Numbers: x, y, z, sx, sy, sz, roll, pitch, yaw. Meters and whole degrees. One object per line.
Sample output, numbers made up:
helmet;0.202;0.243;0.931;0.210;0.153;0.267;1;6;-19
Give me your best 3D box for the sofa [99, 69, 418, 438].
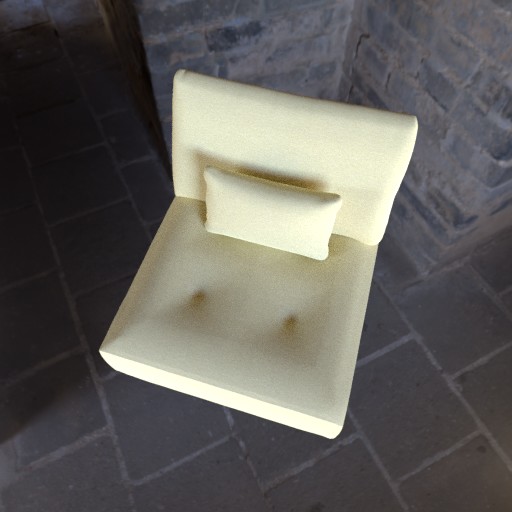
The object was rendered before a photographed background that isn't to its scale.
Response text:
sofa;0.000;0.000;1.711;0.930;0.820;1.000;15;61;8
